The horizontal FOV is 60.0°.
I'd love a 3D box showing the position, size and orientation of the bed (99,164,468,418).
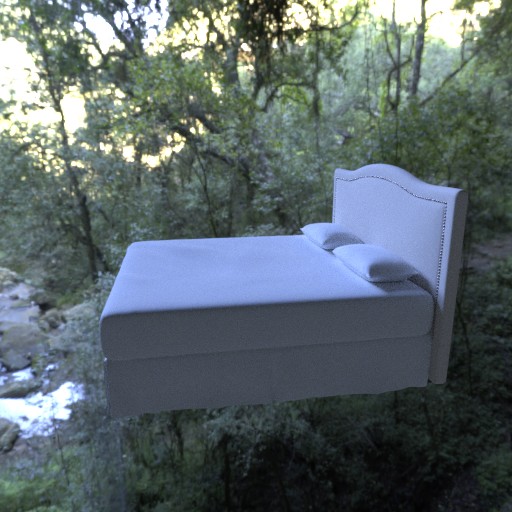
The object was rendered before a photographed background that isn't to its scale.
[{"bbox_3d":[0.000,0.000,3.538,2.182,1.421,2.083,-3,15,-10],"label":"bed"}]
